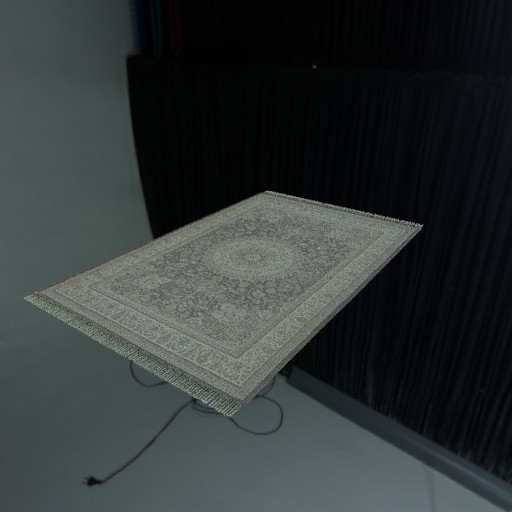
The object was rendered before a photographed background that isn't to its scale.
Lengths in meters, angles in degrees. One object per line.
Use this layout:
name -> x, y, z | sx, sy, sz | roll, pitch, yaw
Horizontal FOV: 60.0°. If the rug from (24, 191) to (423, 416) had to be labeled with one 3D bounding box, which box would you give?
rug -> 0.000, 0.000, 3.013 | 1.528, 0.010, 2.440 | 18, 31, 32
